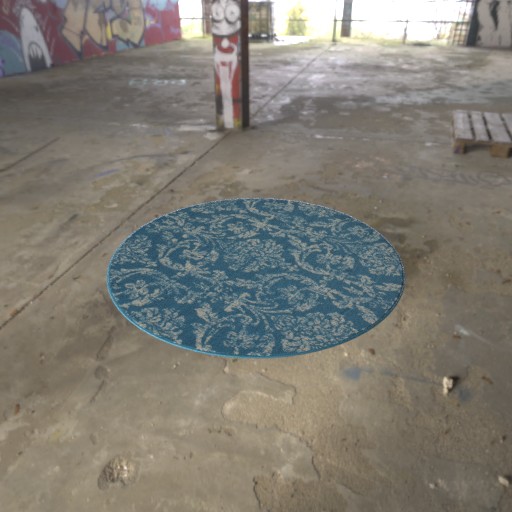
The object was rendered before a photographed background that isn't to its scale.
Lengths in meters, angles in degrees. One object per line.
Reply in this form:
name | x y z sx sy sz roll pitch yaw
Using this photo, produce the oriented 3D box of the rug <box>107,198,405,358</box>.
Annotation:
rug | 0.000 0.000 2.461 1.593 0.012 1.593 0 31 0
